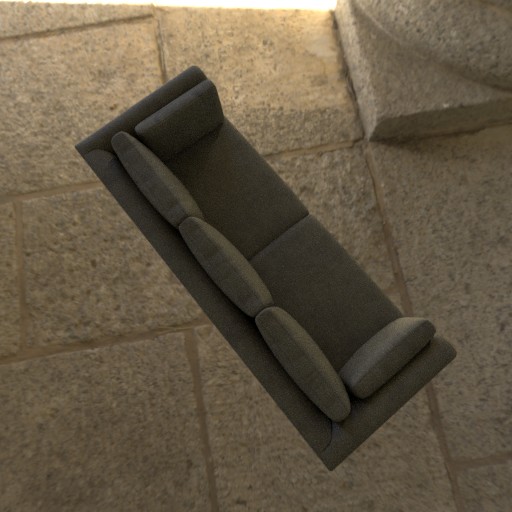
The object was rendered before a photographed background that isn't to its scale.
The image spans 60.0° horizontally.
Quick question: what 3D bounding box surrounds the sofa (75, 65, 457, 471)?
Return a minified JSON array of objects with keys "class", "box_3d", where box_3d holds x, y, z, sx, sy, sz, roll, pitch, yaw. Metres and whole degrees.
[{"class":"sofa","box_3d":[0.000,0.000,2.905,0.969,0.867,2.415,-38,79,-9]}]
